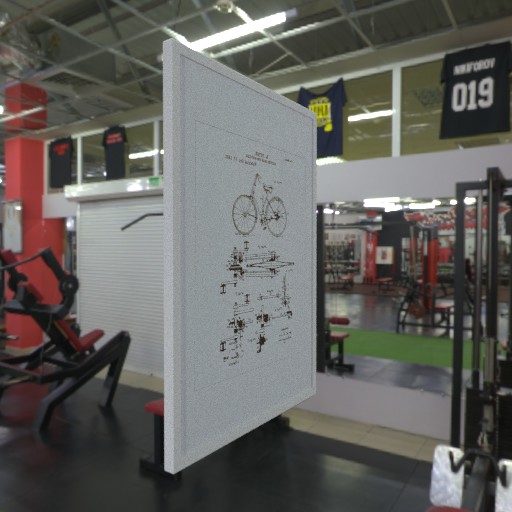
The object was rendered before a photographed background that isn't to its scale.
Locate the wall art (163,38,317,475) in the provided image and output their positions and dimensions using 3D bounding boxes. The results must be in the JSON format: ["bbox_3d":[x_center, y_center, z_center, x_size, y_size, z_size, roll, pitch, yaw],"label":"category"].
[{"bbox_3d":[0.000,0.000,0.623,0.015,0.477,0.332,1,1,36],"label":"wall art"}]
